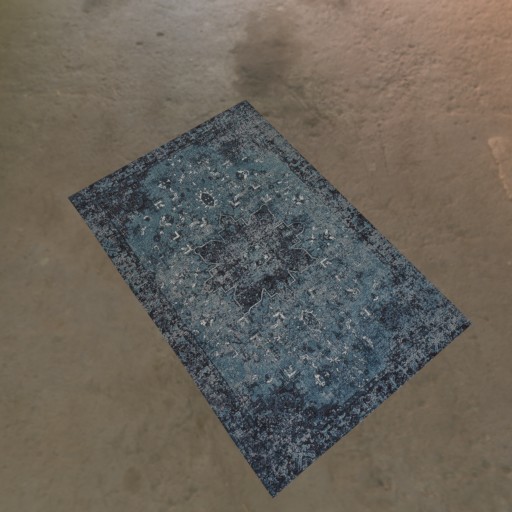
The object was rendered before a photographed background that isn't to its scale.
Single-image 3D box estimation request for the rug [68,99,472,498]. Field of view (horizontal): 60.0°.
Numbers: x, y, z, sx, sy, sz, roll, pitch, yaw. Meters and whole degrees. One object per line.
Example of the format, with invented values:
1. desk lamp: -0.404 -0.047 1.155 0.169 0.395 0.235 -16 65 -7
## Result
1. rug: 0.000 0.000 2.280 1.219 0.005 1.828 -34 68 -16
